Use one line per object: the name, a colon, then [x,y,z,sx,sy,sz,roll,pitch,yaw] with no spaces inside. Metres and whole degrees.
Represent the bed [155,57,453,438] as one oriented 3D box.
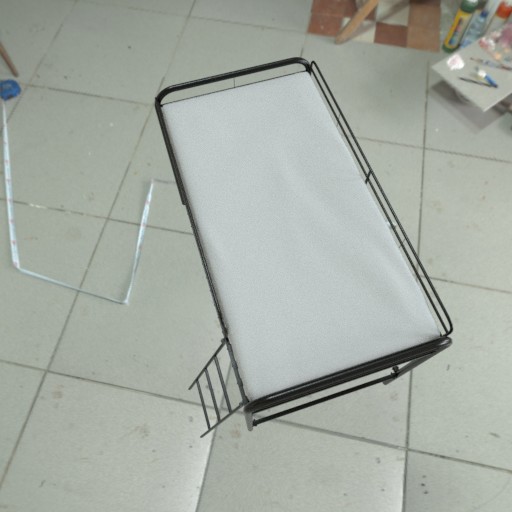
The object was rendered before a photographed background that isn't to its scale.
bed: [0.000,0.000,2.938,1.393,1.289,1.968,-16,66,-7]
